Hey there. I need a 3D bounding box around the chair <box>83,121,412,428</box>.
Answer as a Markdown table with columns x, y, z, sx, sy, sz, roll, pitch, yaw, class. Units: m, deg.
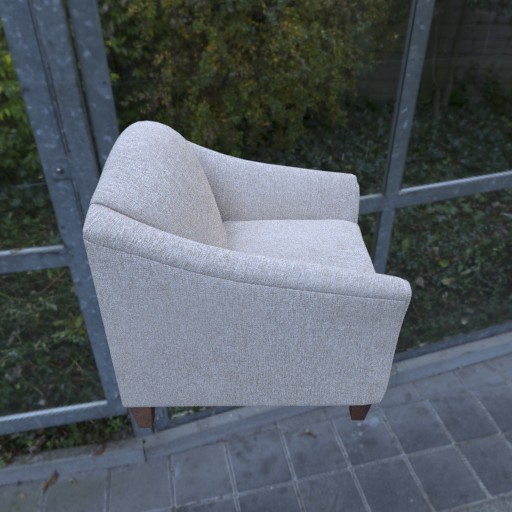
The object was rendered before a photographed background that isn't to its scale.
| x | y | z | sx | sy | sz | roll | pitch | yaw | class |
| --- | --- | --- | --- | --- | --- | --- | --- | --- | --- |
| 0.000 | 0.000 | 1.452 | 0.787 | 0.839 | 0.763 | 0 | 32 | 0 | chair |
